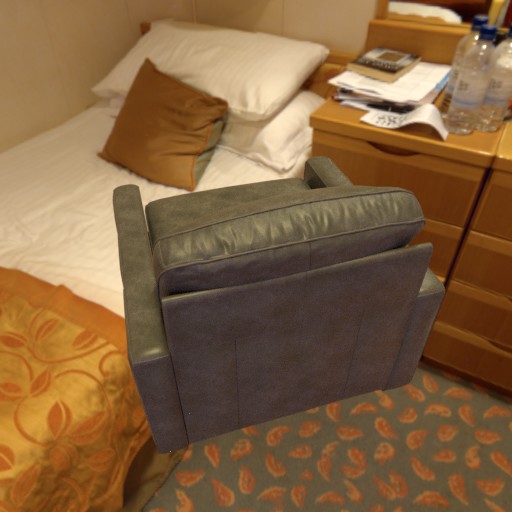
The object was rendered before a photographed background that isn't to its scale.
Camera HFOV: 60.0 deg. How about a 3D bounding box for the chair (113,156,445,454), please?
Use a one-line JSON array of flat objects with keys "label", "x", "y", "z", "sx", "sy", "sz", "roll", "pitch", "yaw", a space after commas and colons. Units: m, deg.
[{"label": "chair", "x": 0.000, "y": 0.000, "z": 1.698, "sx": 1.006, "sy": 0.916, "sz": 0.939, "roll": -11, "pitch": 41, "yaw": -13}]
